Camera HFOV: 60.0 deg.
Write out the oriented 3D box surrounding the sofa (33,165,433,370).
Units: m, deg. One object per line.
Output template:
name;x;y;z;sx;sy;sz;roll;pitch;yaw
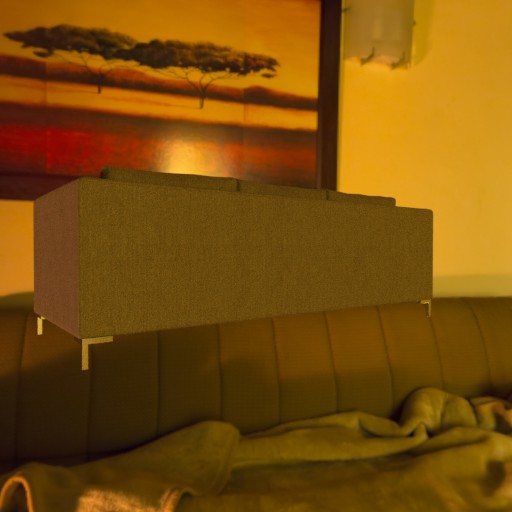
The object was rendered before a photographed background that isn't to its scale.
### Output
sofa;0.000;0.000;2.818;2.415;0.867;0.969;-1;1;-36
